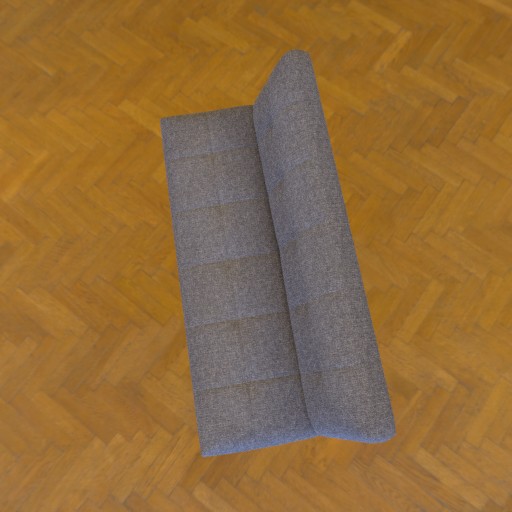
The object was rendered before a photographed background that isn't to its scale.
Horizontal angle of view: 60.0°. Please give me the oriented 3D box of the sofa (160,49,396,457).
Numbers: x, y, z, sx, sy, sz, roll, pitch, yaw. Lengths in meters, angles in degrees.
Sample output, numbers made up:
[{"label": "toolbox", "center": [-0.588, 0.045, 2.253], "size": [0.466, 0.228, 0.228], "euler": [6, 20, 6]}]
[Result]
[{"label": "sofa", "center": [0.000, 0.000, 2.249], "size": [0.820, 0.770, 1.820], "euler": [-9, 75, -2]}]
